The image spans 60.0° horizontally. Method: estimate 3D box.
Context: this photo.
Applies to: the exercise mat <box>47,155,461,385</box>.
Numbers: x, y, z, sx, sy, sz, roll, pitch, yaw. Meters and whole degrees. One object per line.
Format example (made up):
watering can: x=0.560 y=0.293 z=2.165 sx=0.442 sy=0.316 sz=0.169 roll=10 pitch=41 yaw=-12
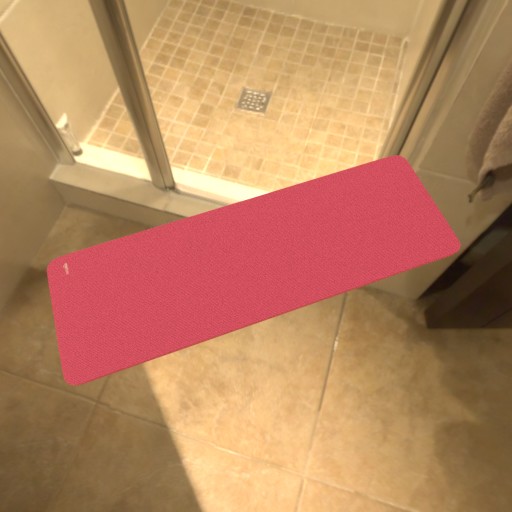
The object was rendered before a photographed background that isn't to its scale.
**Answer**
exercise mat: x=0.000 y=0.000 z=2.087 sx=1.884 sy=0.021 sz=0.616 roll=-18 pitch=65 yaw=-9
